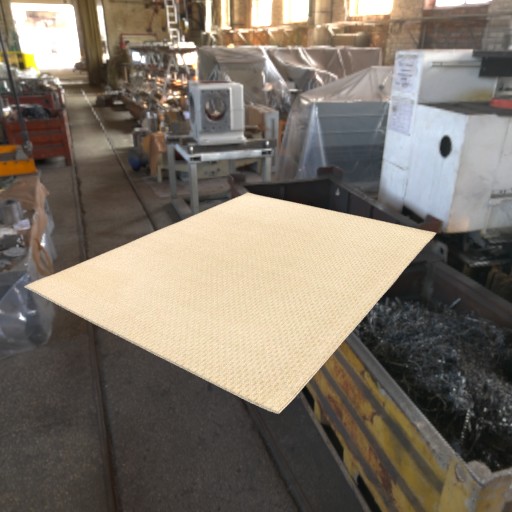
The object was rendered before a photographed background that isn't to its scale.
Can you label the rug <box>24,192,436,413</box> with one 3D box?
[{"bbox_3d":[0.000,0.000,3.837,2.277,0.035,2.897,17,30,31],"label":"rug"}]
